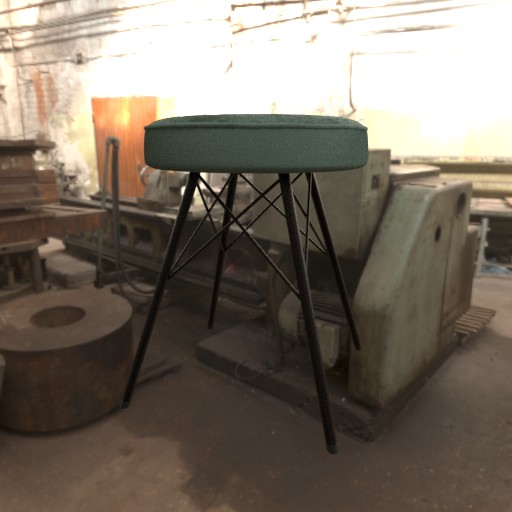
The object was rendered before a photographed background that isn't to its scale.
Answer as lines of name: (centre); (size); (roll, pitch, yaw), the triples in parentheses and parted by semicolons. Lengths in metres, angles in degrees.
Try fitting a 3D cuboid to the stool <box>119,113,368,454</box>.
stool: (0.000, 0.000, 0.879); (0.458, 0.519, 0.457); (7, 16, 26)
